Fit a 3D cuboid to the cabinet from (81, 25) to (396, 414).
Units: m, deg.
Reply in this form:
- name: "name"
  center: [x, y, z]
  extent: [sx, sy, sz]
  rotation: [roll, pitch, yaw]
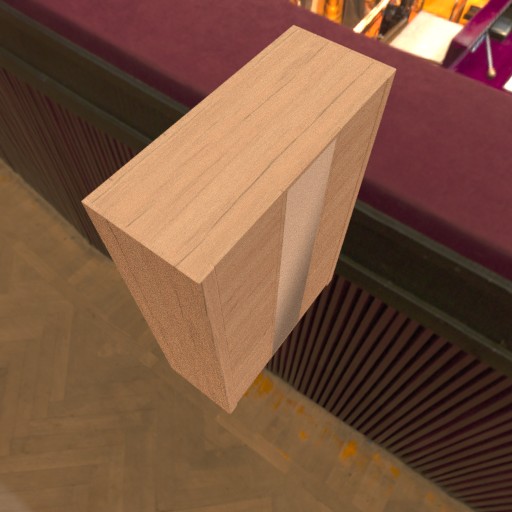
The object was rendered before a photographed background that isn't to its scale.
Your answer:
- name: "cabinet"
  center: [0.000, 0.000, 2.737]
  extent: [0.580, 2.070, 1.400]
  rotation: [33, 64, 18]
